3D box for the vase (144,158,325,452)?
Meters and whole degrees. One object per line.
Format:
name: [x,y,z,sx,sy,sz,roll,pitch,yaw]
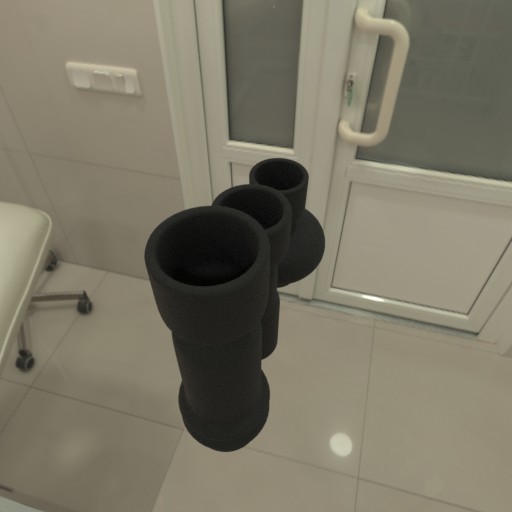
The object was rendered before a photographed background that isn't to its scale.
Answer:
vase: [0.000,0.000,0.428,0.120,0.249,0.307,11,48,10]
